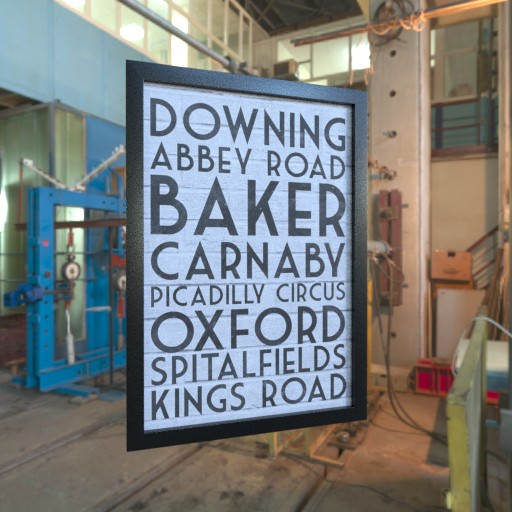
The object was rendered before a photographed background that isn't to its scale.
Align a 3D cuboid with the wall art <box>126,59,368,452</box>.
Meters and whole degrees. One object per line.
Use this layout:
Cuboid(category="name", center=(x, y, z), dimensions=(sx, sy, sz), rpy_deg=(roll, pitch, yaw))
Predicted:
Cuboid(category="wall art", center=(0.000, 0.000, 0.821), dimensions=(0.462, 0.656, 0.019), rpy_deg=(0, 0, -18))
